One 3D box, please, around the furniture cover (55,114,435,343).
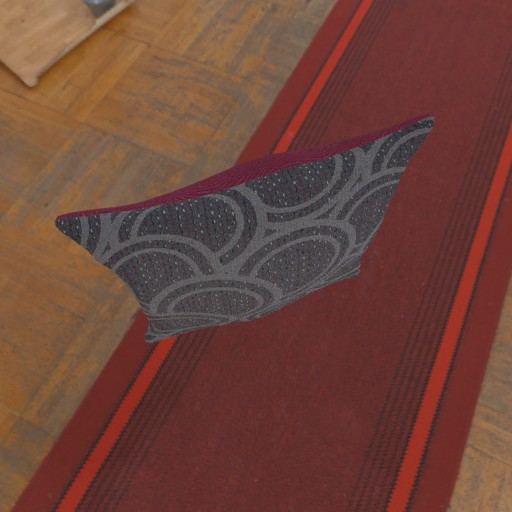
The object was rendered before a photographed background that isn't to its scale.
[{"bbox_3d":[0.000,0.000,0.792,0.514,0.513,0.163,-17,64,-8],"label":"furniture cover"}]
